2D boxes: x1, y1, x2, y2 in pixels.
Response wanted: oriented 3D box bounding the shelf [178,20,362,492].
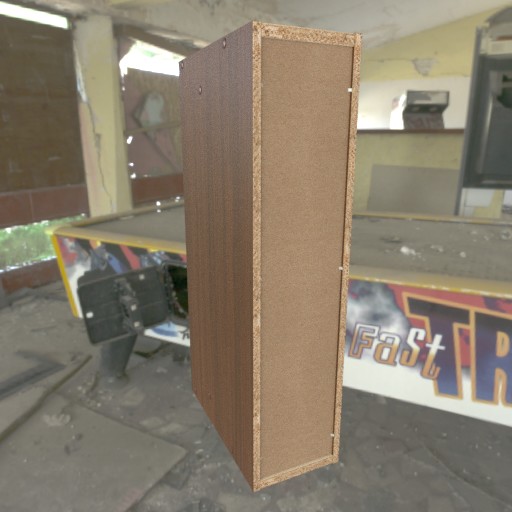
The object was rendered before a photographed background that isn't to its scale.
[{"bbox_3d":[0.000,0.000,0.701,0.147,0.600,0.290,-7,16,-24],"label":"shelf"}]
